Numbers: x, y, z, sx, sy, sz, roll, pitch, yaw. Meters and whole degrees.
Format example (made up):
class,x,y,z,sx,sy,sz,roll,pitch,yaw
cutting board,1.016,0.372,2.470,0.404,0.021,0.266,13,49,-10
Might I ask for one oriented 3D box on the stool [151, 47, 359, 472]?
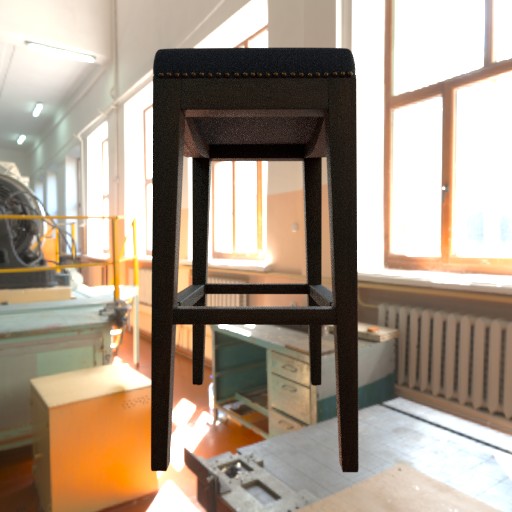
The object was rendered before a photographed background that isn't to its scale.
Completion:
class,x,y,z,sx,sy,sz,roll,pitch,yaw
stool,0.000,0.000,1.000,0.358,0.740,0.498,0,2,1
